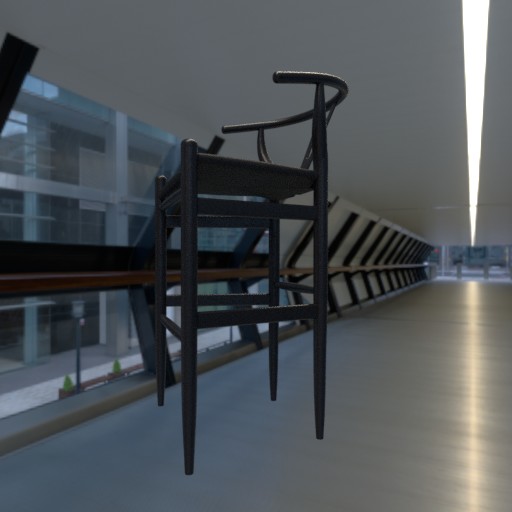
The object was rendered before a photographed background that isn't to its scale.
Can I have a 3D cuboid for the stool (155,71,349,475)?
[{"bbox_3d":[0.000,0.000,1.431,0.579,1.072,0.569,0,0,-20],"label":"stool"}]
